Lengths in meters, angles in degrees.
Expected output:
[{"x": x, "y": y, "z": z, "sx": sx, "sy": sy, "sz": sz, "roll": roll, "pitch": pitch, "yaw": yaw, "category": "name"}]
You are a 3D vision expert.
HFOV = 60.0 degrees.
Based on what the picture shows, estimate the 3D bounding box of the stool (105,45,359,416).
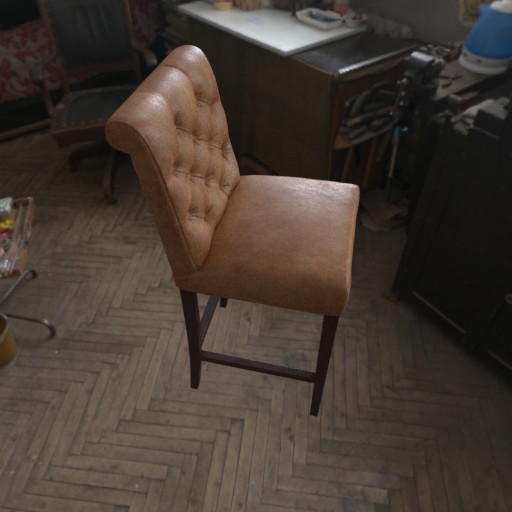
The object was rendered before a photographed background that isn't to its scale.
[{"x": 0.000, "y": 0.000, "z": 1.451, "sx": 0.601, "sy": 1.140, "sz": 0.493, "roll": 9, "pitch": 46, "yaw": 9, "category": "stool"}]
